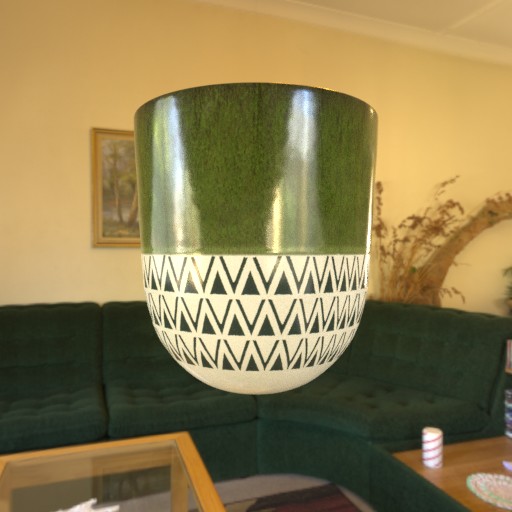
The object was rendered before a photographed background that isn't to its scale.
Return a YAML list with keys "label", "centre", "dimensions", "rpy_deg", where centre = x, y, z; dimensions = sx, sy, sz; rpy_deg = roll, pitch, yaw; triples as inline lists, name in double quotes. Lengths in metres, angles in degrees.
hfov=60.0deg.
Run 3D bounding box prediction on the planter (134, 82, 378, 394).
- label: "planter"
  centre: [0.000, 0.000, 0.462]
  dimensions: [0.245, 0.270, 0.245]
  rpy_deg: [0, 1, 0]
